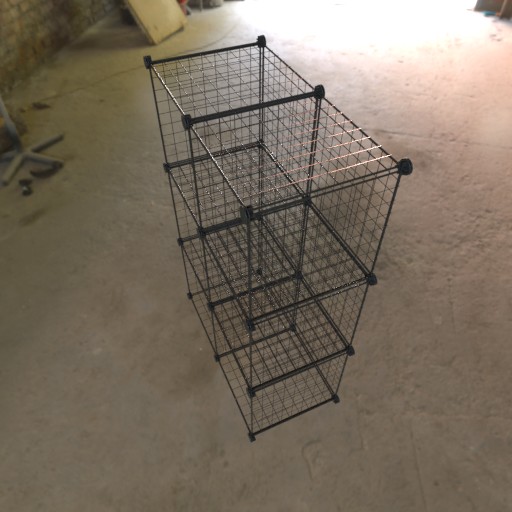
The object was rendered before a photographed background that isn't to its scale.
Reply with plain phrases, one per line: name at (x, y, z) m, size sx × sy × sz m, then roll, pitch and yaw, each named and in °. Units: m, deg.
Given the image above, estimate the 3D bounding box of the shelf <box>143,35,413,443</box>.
shelf at (0.000, 0.000, 1.421) m, size 0.356 × 1.067 × 0.711 m, roll -18°, pitch 50°, yaw -16°
